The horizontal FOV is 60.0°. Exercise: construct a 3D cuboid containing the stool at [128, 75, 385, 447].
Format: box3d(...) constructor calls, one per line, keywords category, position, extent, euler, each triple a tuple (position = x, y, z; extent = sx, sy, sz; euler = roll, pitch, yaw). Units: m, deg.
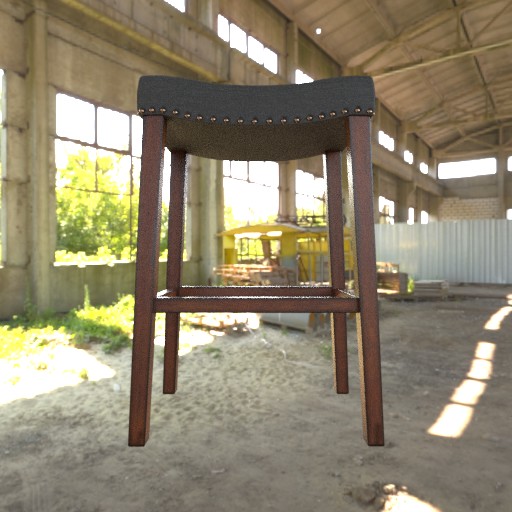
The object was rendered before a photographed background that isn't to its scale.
box3d(category="stool", position=(0.000, 0.000, 1.049), extent=(0.502, 0.748, 0.366), euler=(0, 0, 0))
